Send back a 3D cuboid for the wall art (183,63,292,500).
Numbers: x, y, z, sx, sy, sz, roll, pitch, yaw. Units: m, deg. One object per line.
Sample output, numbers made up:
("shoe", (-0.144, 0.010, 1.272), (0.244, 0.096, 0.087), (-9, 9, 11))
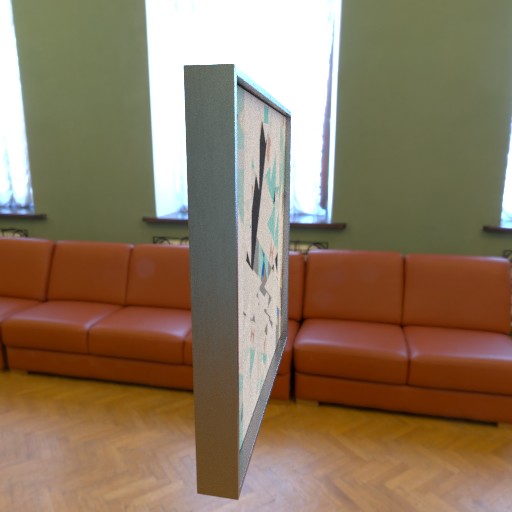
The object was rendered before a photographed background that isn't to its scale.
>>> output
("wall art", (0.000, 0.000, 0.512), (0.038, 0.350, 0.350), (2, 13, 11))
